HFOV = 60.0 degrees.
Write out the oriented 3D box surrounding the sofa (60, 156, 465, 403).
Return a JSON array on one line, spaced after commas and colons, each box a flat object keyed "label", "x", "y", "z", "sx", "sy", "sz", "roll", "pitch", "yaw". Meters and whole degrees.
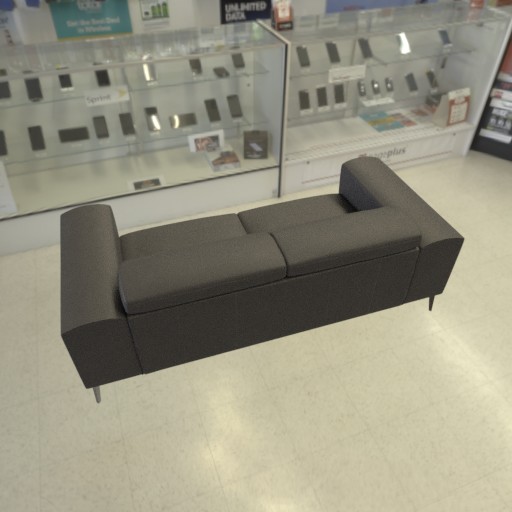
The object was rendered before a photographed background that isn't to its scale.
[{"label": "sofa", "x": 0.000, "y": 0.000, "z": 2.900, "sx": 2.330, "sy": 0.814, "sz": 1.048, "roll": -12, "pitch": 43, "yaw": -14}]
